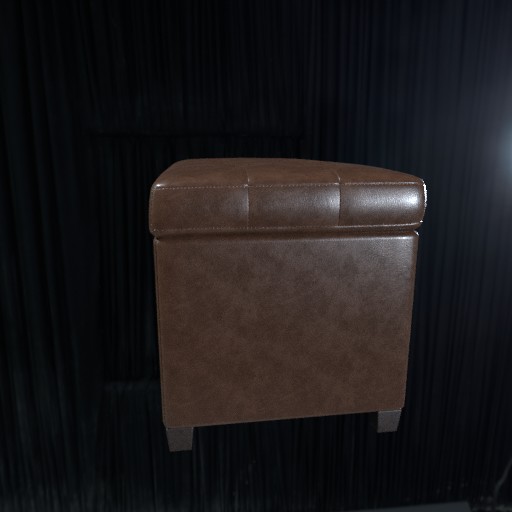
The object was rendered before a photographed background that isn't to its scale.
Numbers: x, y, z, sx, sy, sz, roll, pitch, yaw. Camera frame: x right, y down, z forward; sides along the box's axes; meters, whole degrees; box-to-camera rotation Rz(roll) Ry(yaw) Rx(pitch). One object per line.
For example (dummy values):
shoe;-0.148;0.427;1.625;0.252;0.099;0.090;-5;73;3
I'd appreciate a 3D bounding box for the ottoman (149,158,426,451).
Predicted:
ottoman;0.000;0.000;1.103;0.432;0.470;0.838;-2;14;-8
